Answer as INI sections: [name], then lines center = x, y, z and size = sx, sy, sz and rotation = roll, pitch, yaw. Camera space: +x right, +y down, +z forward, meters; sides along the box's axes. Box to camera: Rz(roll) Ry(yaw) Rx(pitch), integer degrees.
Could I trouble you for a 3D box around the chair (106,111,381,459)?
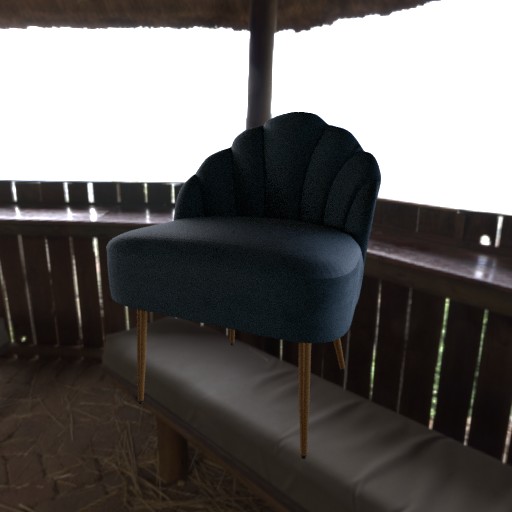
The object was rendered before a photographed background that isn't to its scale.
[chair]
center = 0.000, 0.000, 1.260
size = 0.657, 0.819, 0.599
rotation = 7, 16, 26
